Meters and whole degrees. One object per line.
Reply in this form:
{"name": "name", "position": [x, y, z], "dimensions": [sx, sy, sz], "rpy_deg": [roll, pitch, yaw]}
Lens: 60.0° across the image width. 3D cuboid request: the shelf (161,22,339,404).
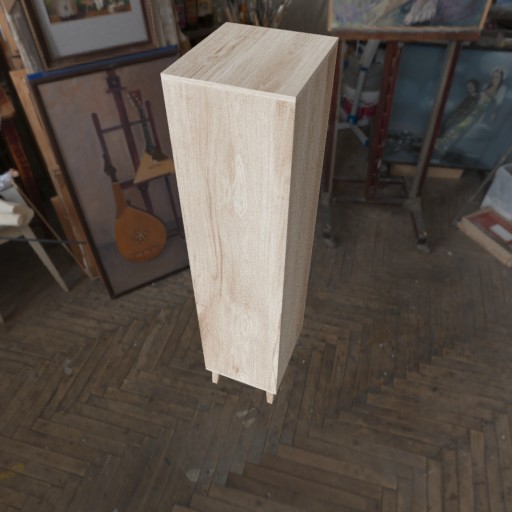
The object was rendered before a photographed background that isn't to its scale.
{"name": "shelf", "position": [0.000, 0.000, 2.209], "dimensions": [0.450, 1.960, 0.510], "rpy_deg": [16, 47, 15]}
